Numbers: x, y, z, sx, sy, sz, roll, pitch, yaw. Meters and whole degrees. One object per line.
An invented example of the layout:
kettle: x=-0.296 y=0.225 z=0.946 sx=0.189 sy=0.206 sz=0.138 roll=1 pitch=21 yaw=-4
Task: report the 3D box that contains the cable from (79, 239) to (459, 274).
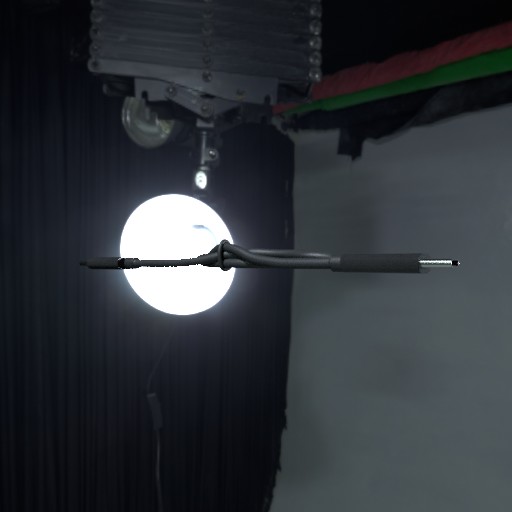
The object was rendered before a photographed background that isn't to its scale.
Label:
cable: x=0.000 y=0.000 z=0.209 sx=0.186 sy=0.014 sz=0.070 roll=-1 pitch=-1 yaw=35
